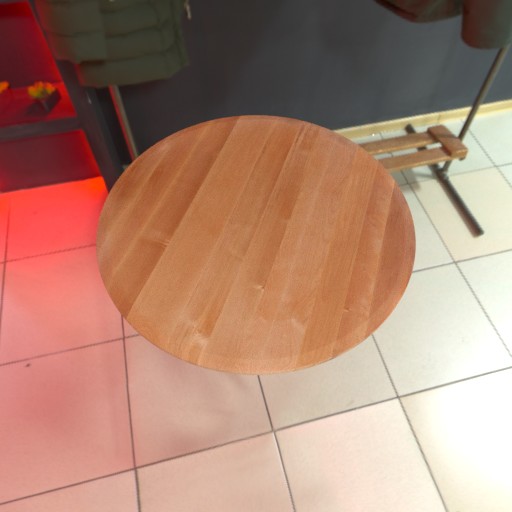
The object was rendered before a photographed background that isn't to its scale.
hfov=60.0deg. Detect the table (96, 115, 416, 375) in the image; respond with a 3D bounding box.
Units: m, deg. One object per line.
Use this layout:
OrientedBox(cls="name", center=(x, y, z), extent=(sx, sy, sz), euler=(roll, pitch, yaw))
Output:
OrientedBox(cls="table", center=(0.000, 0.000, 1.433), extent=(0.900, 0.400, 0.900), euler=(0, 57, 0))
